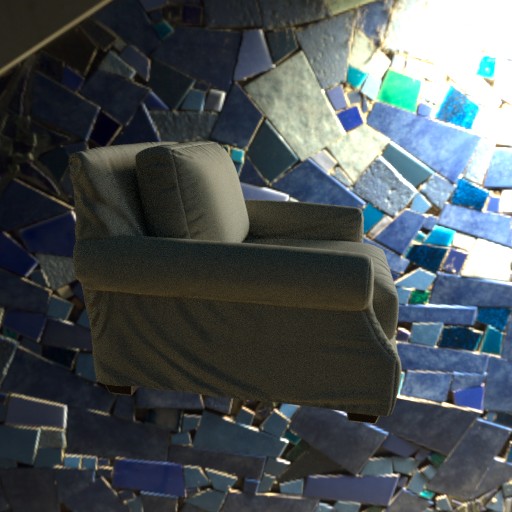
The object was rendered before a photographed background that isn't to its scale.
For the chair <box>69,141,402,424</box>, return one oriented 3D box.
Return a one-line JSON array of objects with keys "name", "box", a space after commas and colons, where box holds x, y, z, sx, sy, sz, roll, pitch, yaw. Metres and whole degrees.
[{"name": "chair", "box": [0.000, 0.000, 1.738, 1.066, 0.866, 0.940, 3, 17, 10]}]
